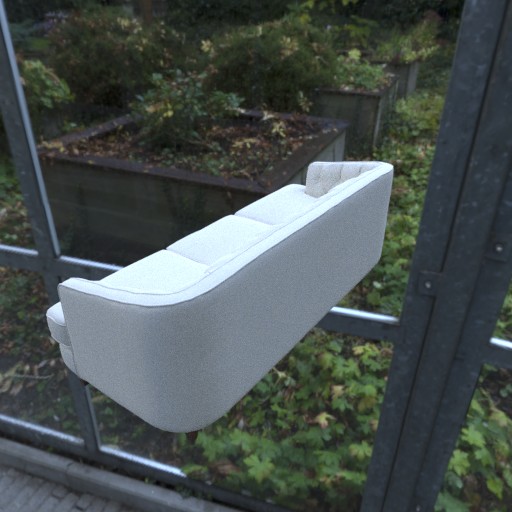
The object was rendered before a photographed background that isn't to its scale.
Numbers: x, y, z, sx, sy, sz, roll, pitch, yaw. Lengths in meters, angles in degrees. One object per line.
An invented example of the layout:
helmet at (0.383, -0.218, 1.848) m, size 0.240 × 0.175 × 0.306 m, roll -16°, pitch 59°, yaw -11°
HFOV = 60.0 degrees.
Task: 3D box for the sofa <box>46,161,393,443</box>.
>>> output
sofa at (0.000, 0.000, 2.723) m, size 0.941 × 0.855 × 2.278 m, roll 20°, pitch 35°, yaw 31°
